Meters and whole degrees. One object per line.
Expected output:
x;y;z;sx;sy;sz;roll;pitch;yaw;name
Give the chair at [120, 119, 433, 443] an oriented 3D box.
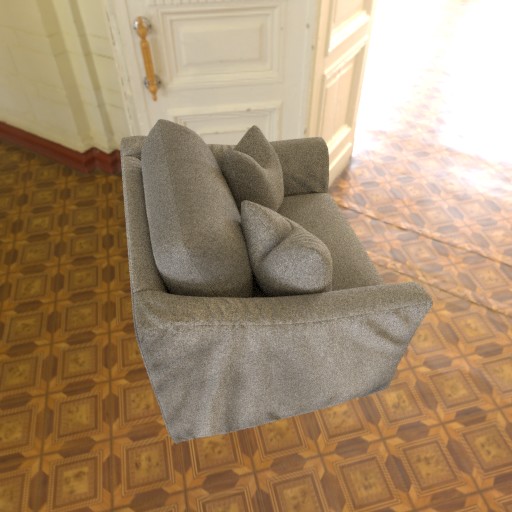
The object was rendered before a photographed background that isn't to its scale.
0.000;0.000;2.070;1.071;1.059;1.194;-10;46;-10;chair
